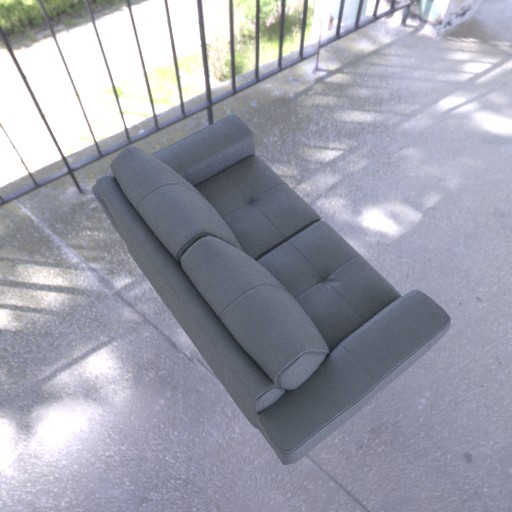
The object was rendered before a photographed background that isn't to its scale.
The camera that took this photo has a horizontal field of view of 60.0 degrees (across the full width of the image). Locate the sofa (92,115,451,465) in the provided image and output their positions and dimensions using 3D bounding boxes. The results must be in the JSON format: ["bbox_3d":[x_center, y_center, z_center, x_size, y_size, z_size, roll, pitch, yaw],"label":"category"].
[{"bbox_3d":[0.000,0.000,2.346,1.018,0.907,1.806,-33,64,-18],"label":"sofa"}]
